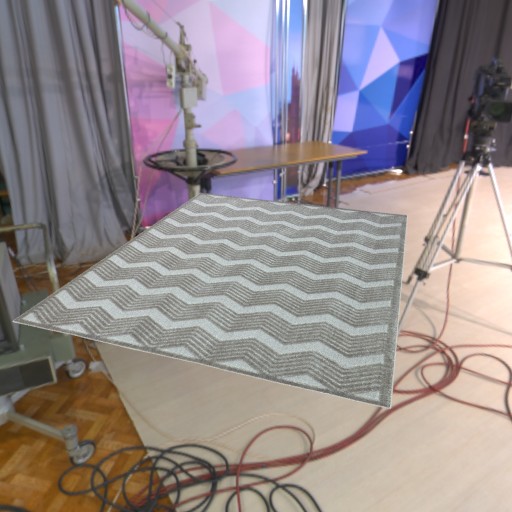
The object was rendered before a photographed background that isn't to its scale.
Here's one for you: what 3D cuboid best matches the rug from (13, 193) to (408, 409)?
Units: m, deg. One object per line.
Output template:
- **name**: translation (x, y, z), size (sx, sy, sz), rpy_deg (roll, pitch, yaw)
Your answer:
- **rug**: translation (0.000, 0.000, 3.776), size (2.391, 0.005, 2.880), rpy_deg (8, 27, 17)
